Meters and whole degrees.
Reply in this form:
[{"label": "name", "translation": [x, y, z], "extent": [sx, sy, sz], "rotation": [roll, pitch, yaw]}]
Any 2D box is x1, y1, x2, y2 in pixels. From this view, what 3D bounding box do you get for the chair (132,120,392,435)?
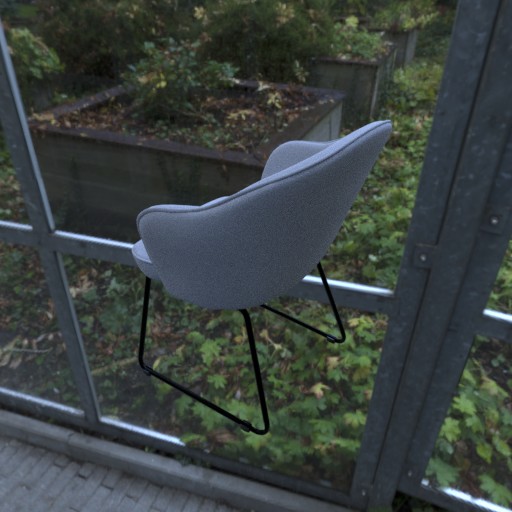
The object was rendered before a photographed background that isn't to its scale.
[{"label": "chair", "translation": [0.000, 0.000, 1.221], "extent": [0.592, 0.817, 0.570], "rotation": [21, 38, 30]}]
